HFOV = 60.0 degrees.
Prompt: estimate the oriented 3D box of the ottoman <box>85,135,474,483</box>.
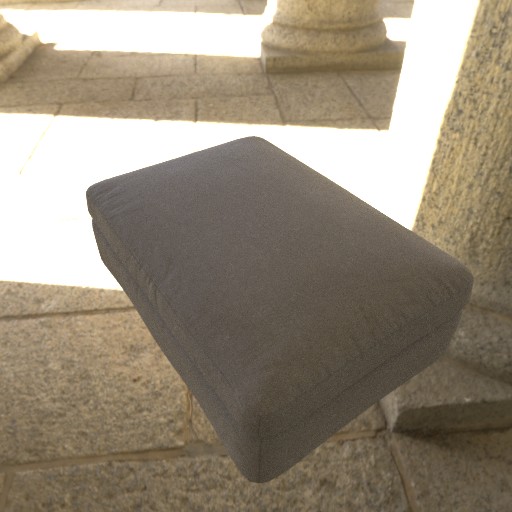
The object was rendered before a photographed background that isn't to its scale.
[{"bbox_3d":[0.000,0.000,1.579,0.840,0.429,1.199,-24,46,-26],"label":"ottoman"}]
